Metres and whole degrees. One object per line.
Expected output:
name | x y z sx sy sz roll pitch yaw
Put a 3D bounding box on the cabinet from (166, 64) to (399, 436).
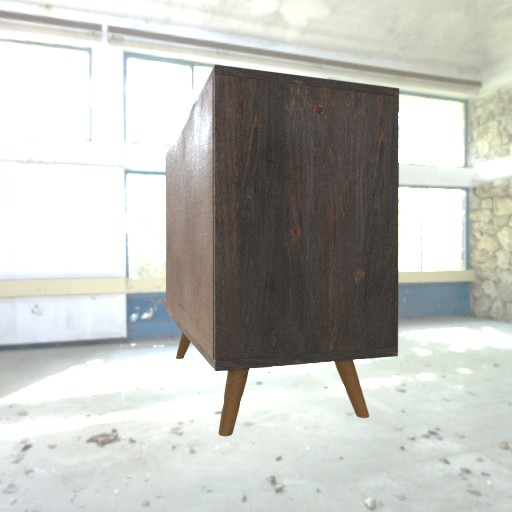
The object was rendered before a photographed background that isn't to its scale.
cabinet | 0.000 0.000 1.590 0.529 0.897 1.023 0 1 -18
